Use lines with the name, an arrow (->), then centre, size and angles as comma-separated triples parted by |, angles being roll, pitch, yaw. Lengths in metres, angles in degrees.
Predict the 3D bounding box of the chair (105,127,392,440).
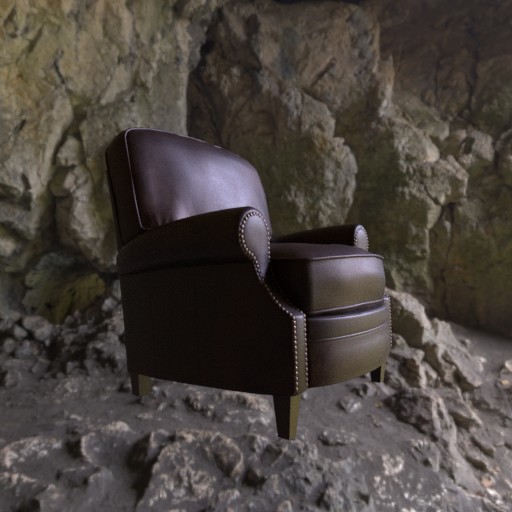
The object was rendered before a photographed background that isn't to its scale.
chair -> 0.000, 0.000, 1.735 | 0.986, 1.018, 0.936 | 0, 0, 36
